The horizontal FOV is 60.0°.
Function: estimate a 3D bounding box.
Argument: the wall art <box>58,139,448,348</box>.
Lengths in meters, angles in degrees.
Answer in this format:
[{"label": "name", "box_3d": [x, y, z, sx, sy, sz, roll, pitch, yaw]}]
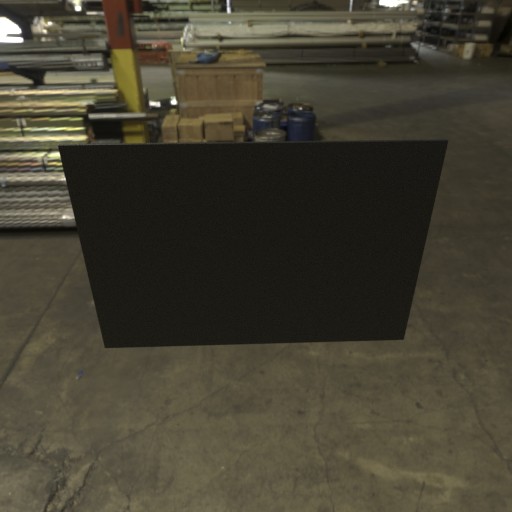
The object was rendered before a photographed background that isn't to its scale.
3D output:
[{"label": "wall art", "box_3d": [0.000, 0.000, 1.562, 1.192, 0.811, 0.013, -1, 31, -2]}]
